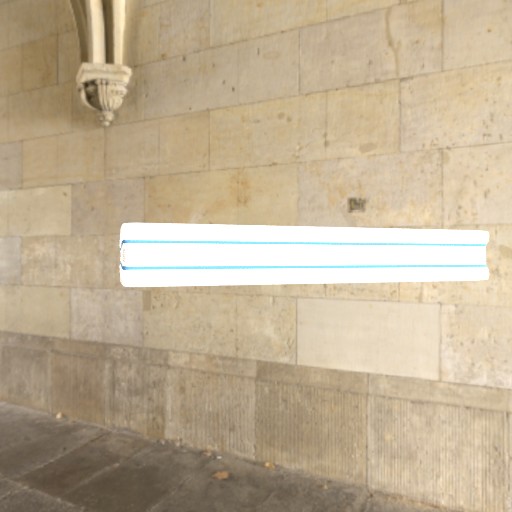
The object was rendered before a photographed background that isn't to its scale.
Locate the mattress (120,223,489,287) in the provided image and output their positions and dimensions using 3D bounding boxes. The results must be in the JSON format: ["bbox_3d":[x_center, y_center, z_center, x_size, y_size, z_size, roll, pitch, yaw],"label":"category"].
[{"bbox_3d":[0.000,0.000,2.729,1.600,0.230,2.000,0,0,-17],"label":"mattress"}]
